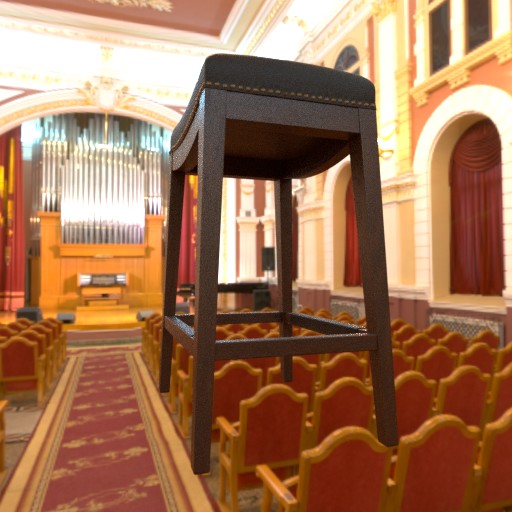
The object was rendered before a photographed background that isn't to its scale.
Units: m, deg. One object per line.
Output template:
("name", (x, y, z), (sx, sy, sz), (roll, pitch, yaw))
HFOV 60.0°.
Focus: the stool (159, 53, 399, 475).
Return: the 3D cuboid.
("stool", (0.000, 0.000, 0.947), (0.353, 0.664, 0.490), (1, -2, -18))
